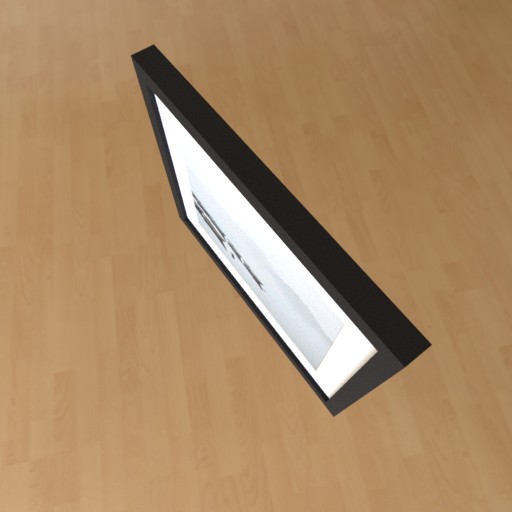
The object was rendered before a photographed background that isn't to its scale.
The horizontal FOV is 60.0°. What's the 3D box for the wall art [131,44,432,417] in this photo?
[{"bbox_3d":[0.000,0.000,0.537,0.028,0.325,0.397,-34,69,-15],"label":"wall art"}]
